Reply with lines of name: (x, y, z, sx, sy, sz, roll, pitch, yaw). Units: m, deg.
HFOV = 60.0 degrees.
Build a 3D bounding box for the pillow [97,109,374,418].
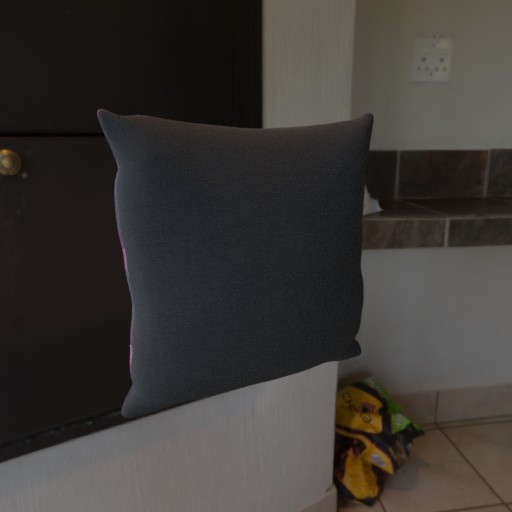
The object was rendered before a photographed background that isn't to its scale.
pillow: (0.000, 0.000, 0.787, 0.503, 0.496, 0.208, -7, 16, -26)
